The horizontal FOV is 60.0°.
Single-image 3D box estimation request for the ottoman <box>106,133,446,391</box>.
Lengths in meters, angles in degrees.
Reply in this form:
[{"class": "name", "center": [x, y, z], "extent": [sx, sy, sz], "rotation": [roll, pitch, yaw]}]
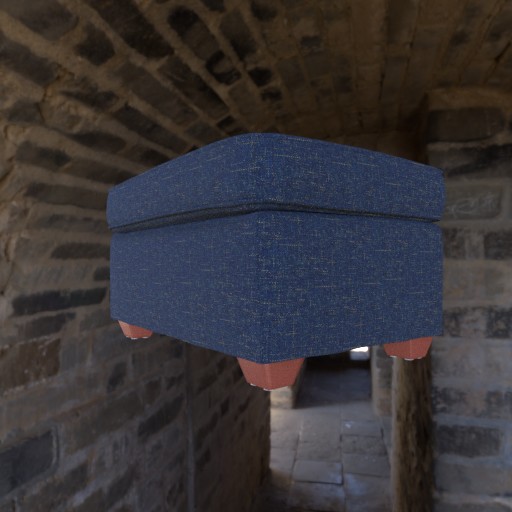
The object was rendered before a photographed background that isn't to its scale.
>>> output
[{"class": "ottoman", "center": [0.000, 0.000, 1.111], "extent": [0.549, 0.450, 0.749], "rotation": [1, -1, -36]}]
